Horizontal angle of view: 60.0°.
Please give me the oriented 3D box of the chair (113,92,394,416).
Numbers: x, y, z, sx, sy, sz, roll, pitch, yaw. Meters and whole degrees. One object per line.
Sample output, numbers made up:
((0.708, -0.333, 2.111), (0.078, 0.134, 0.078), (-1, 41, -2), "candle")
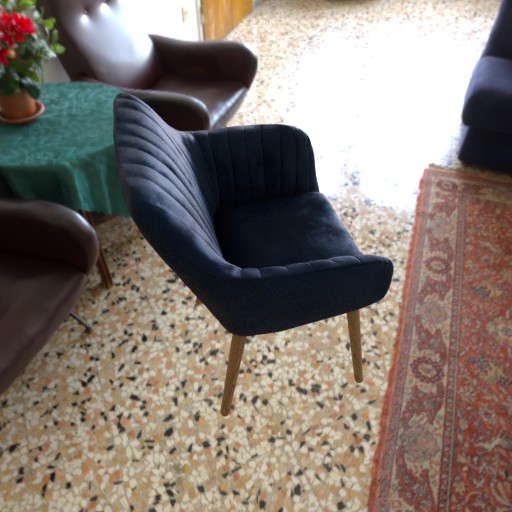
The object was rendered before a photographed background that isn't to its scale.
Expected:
((0.000, 0.000, 1.192), (0.573, 0.826, 0.578), (-11, 47, -11), "chair")
